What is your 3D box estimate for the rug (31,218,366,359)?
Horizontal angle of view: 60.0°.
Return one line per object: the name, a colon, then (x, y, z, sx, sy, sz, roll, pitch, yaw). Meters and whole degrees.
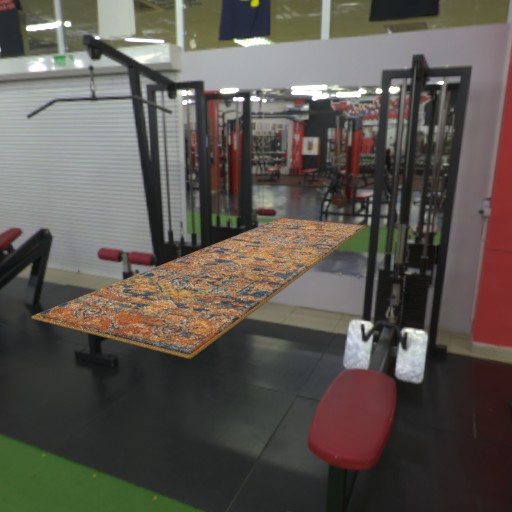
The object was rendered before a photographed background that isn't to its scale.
rug: (0.000, 0.000, 1.950, 0.556, 0.013, 1.820, 7, 16, 25)
